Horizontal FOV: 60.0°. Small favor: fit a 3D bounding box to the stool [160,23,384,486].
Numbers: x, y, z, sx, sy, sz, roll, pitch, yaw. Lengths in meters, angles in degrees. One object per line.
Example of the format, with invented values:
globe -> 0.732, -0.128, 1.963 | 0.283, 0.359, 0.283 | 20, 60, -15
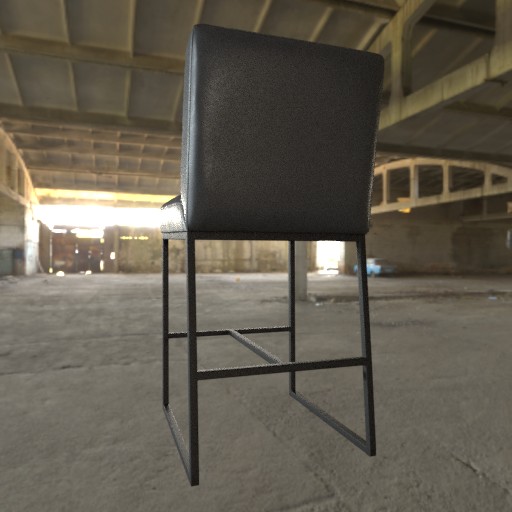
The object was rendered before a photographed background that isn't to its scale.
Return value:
stool -> 0.000, 0.000, 1.193 | 0.457, 0.938, 0.552 | 0, 0, -19
